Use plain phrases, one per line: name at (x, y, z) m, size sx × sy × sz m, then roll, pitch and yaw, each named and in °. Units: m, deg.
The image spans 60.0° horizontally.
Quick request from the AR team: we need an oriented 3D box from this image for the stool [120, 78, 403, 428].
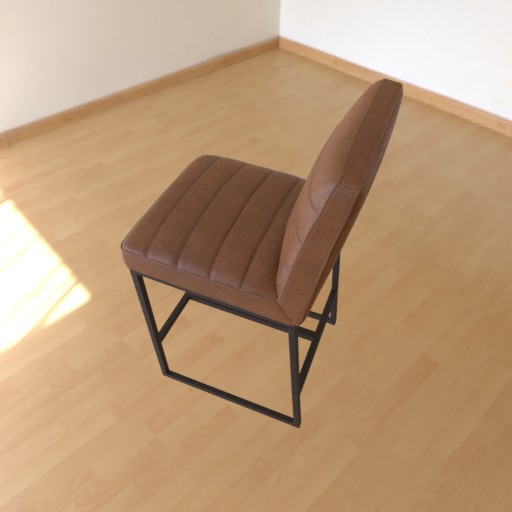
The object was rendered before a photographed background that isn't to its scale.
stool at (0.000, 0.000, 1.242) m, size 0.556 × 0.940 × 0.458 m, roll 16°, pitch 48°, yaw 15°
